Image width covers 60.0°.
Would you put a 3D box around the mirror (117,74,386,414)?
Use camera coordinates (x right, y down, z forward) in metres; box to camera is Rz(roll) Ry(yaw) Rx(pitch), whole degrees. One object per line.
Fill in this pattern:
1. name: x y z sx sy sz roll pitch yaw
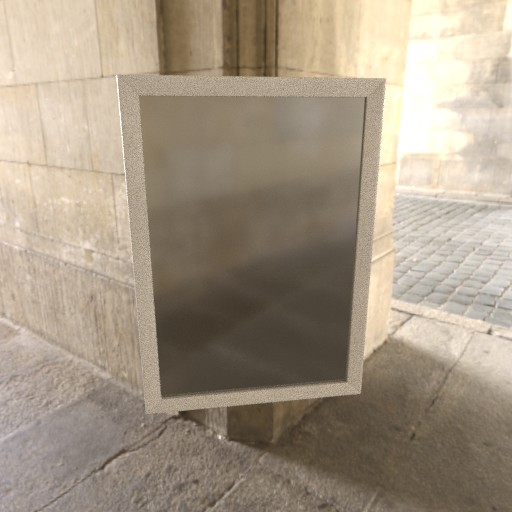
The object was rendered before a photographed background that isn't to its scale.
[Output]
1. mirror: 0.000 0.000 0.948 0.507 0.710 0.040 -3 17 -8
